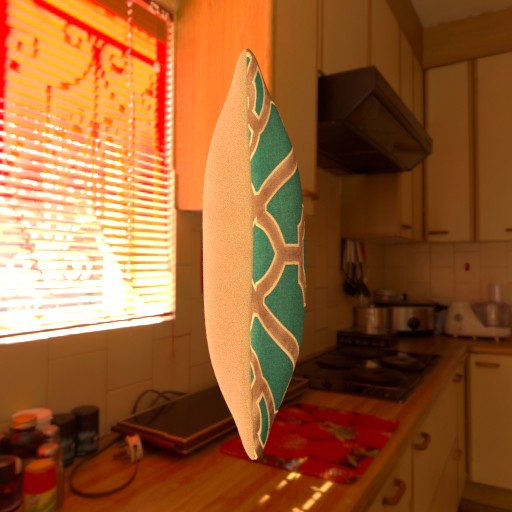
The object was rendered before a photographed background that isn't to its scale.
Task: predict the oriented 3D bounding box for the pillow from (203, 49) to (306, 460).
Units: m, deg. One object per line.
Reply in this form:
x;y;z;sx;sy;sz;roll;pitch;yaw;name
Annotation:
0.000;0.000;0.800;0.166;0.507;0.526;0;-1;1;pillow
